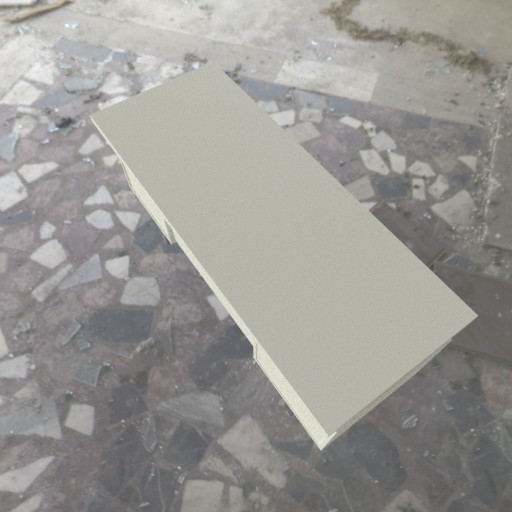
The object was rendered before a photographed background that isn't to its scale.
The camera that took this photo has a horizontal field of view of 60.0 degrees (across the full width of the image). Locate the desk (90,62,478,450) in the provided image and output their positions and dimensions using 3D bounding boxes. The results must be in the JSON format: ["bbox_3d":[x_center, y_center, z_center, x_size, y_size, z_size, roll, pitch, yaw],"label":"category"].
[{"bbox_3d":[0.000,0.000,1.931,0.603,0.773,1.530,-31,64,-17],"label":"desk"}]
